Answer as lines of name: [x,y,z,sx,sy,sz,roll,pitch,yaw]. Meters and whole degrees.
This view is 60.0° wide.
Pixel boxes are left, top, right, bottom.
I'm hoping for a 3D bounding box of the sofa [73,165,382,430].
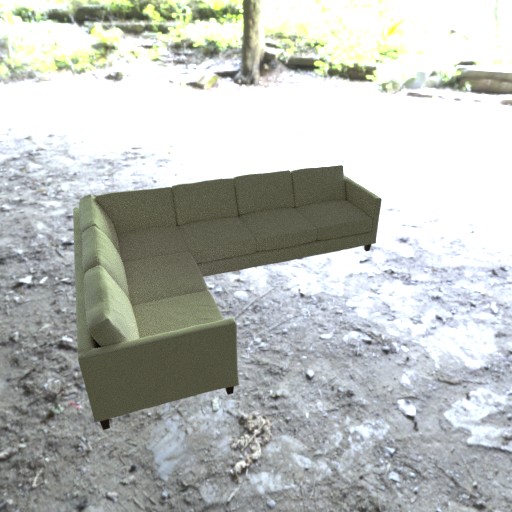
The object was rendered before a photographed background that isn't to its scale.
sofa: [0.000,0.000,4.231,3.182,0.863,2.432,-11,32,-18]
